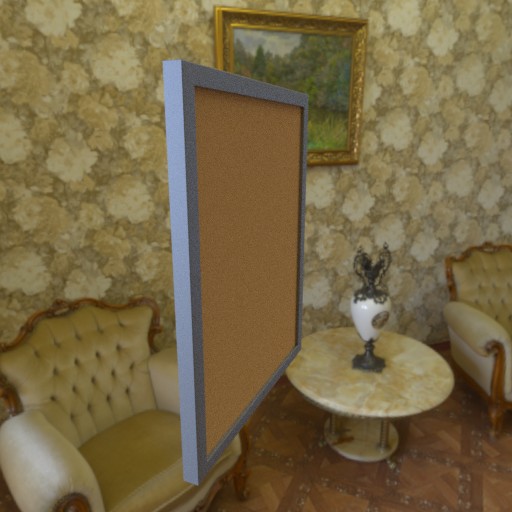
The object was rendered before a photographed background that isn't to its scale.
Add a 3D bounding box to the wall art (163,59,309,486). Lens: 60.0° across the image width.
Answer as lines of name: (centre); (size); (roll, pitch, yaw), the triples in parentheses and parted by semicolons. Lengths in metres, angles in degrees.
wall art: (0.000, 0.000, 0.761); (0.029, 0.558, 0.458); (7, 16, 23)
